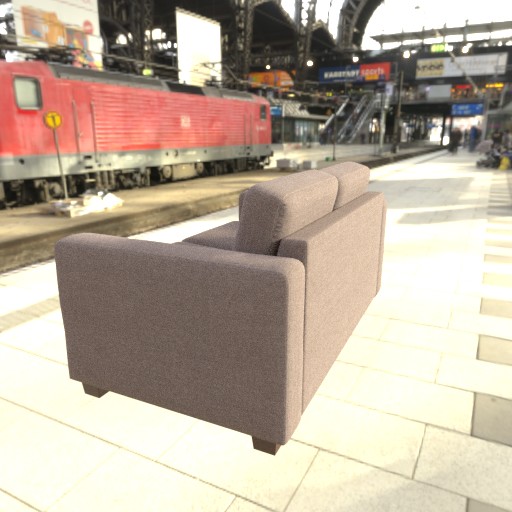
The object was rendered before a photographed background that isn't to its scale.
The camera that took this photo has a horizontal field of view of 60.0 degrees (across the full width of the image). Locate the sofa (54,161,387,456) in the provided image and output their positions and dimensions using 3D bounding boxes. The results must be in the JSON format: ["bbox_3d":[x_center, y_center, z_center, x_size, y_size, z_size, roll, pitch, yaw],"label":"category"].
[{"bbox_3d":[0.000,0.000,2.014,0.900,0.800,1.520,7,17,24],"label":"sofa"}]
